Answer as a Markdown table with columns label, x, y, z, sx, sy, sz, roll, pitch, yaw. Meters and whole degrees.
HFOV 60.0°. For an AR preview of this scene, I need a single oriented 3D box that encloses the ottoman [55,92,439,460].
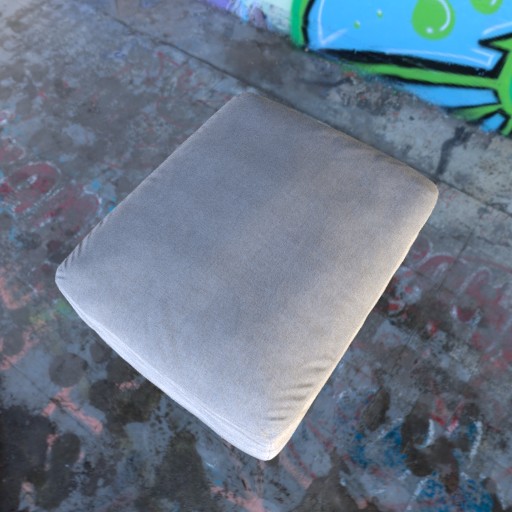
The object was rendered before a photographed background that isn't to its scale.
| label | x | y | z | sx | sy | sz | roll | pitch | yaw |
| --- | --- | --- | --- | --- | --- | --- | --- | --- | --- |
| ottoman | 0.000 | 0.000 | 1.239 | 0.683 | 0.481 | 0.837 | 32 | 66 | 16 |
